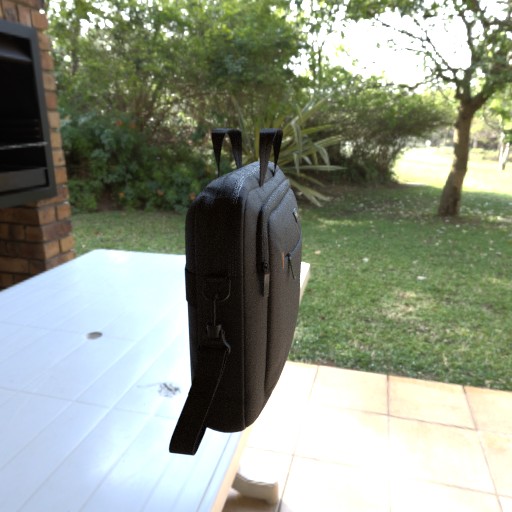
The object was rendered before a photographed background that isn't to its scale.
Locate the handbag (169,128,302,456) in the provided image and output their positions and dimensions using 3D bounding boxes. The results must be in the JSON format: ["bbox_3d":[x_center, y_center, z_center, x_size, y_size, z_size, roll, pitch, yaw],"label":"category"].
[{"bbox_3d":[0.000,0.000,0.442,0.089,0.244,0.320,3,16,9],"label":"handbag"}]
